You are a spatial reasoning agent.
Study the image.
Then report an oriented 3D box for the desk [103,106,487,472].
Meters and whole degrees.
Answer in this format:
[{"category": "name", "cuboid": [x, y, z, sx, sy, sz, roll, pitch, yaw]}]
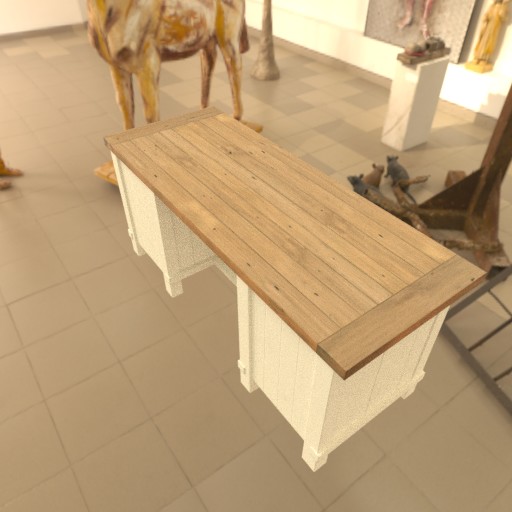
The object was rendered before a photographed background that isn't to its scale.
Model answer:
[{"category": "desk", "cuboid": [0.000, 0.000, 2.202, 0.688, 0.760, 1.803, -26, 47, -26]}]
